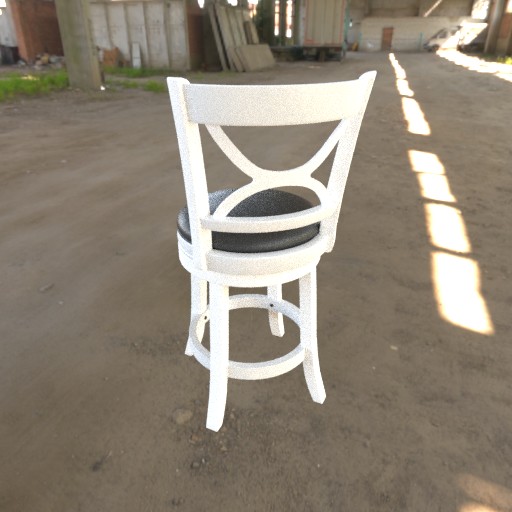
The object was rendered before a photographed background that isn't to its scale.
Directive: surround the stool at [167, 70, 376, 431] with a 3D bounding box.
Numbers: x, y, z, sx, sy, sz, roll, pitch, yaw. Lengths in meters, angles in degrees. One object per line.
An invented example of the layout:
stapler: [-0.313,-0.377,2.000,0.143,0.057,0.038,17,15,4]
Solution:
stool: [0.000,0.000,1.218,0.444,0.953,0.508,-9,28,-17]
